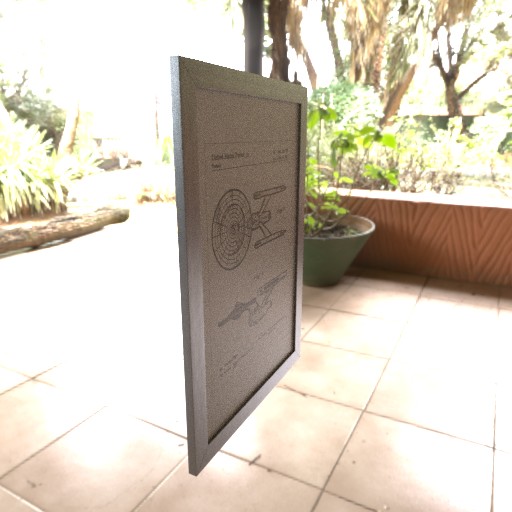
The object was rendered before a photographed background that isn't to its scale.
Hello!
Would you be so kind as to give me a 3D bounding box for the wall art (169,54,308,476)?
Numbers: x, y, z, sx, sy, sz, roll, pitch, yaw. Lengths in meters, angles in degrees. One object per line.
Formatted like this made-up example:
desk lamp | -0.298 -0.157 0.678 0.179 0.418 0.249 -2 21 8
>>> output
wall art | 0.000 0.000 0.696 0.013 0.529 0.376 8 17 26
